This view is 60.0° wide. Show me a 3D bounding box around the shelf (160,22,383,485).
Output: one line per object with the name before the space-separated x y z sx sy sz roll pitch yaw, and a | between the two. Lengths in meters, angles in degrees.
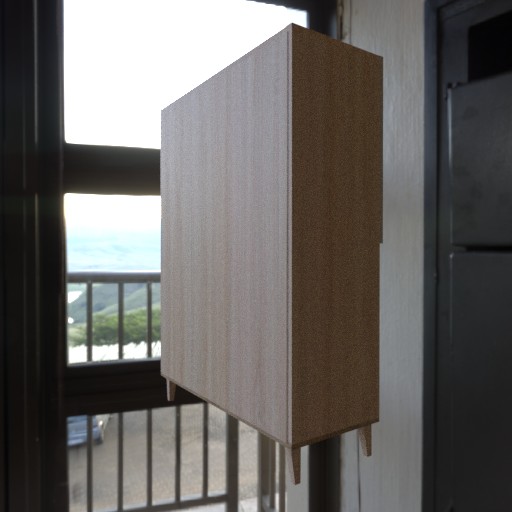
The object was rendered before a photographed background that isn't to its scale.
shelf | 0.000 0.000 1.858 0.434 1.405 0.995 0 1 -35
